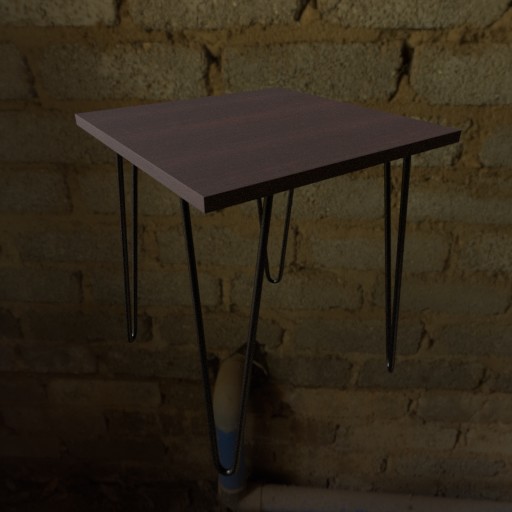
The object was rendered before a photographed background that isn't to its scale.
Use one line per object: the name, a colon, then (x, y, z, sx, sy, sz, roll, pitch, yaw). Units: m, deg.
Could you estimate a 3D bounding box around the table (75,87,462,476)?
table: (0.000, 0.000, 0.935, 0.495, 0.559, 0.495, -20, 36, -30)
